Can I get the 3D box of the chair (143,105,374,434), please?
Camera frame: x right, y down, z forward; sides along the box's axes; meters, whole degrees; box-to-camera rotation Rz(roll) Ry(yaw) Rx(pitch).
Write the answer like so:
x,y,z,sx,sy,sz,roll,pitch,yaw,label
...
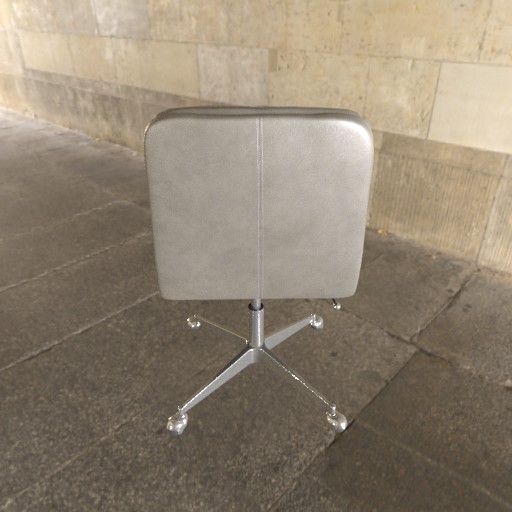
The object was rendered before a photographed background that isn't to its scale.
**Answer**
x,y,z,sx,sy,sz,roll,pitch,yaw,label
0.000,0.000,1.018,0.422,0.738,0.485,-1,29,-1,chair
